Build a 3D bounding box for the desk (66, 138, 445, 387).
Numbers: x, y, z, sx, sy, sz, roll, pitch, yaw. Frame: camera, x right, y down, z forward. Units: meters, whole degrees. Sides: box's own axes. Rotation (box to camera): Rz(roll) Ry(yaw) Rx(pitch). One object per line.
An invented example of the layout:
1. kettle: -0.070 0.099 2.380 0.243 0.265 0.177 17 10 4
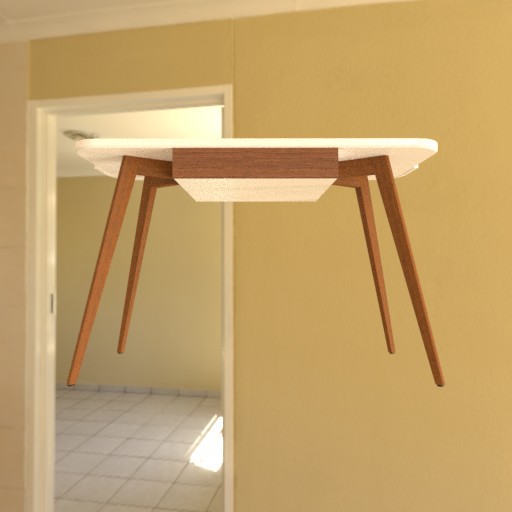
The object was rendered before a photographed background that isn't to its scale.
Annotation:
1. desk: 0.000 0.000 1.617 1.206 0.807 0.534 0 -1 0
